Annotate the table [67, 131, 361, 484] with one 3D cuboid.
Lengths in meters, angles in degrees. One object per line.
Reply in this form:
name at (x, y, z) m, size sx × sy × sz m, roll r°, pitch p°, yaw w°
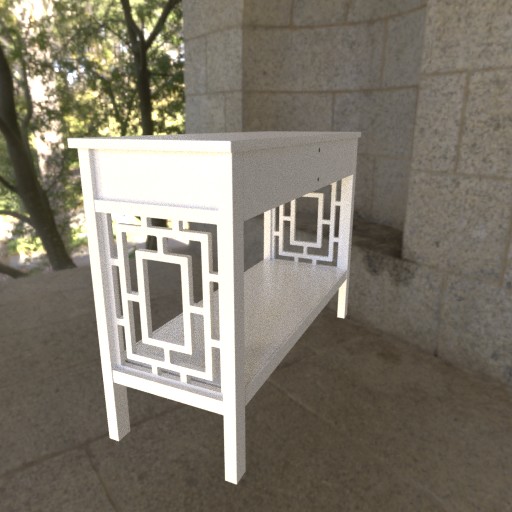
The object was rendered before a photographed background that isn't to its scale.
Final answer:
table at (0.000, 0.000, 1.420) m, size 0.397 × 0.753 × 1.068 m, roll 7°, pitch 18°, yaw 24°
